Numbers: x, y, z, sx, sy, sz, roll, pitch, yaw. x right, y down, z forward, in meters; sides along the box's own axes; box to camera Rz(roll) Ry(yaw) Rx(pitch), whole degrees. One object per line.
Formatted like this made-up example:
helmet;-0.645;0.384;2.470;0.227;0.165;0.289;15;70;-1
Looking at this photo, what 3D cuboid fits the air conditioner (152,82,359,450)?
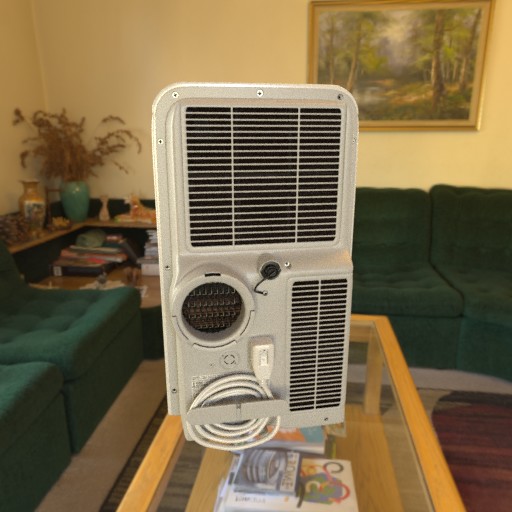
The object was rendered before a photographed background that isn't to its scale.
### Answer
air conditioner;0.000;0.000;1.054;0.449;0.786;0.414;-3;16;-10
